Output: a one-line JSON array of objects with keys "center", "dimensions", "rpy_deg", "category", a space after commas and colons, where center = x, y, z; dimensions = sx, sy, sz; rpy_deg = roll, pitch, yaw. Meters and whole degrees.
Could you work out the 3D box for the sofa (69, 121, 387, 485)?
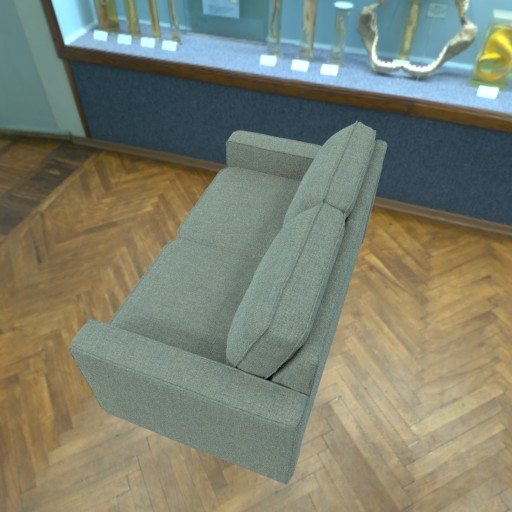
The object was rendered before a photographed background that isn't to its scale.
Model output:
[{"center": [0.000, 0.000, 2.217], "dimensions": [0.945, 0.915, 1.706], "rpy_deg": [15, 48, 14], "category": "sofa"}]
